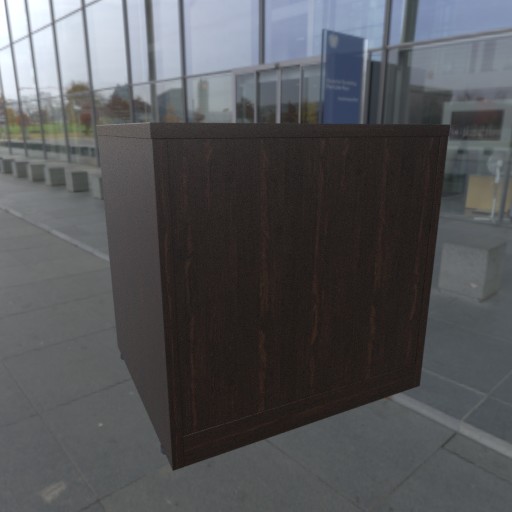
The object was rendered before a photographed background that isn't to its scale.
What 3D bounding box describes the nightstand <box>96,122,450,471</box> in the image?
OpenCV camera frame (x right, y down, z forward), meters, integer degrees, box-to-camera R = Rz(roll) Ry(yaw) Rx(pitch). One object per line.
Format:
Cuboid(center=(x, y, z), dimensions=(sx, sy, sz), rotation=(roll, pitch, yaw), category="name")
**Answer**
Cuboid(center=(0.000, 0.000, 0.860), dimensions=(0.489, 0.487, 0.427), rotation=(-8, 18, -26), category="nightstand")
